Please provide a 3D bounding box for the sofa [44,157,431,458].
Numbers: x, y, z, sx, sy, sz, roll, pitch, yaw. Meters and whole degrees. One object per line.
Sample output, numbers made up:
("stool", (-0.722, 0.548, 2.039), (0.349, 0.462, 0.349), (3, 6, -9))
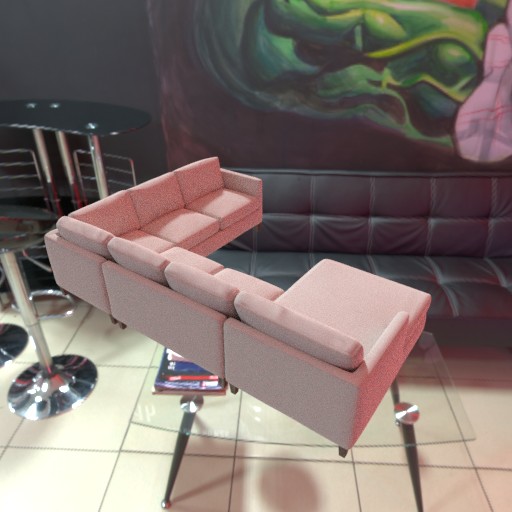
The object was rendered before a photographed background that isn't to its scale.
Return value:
("sofa", (0.000, 0.000, 4.579), (3.459, 0.956, 2.593), (20, 36, 30))
